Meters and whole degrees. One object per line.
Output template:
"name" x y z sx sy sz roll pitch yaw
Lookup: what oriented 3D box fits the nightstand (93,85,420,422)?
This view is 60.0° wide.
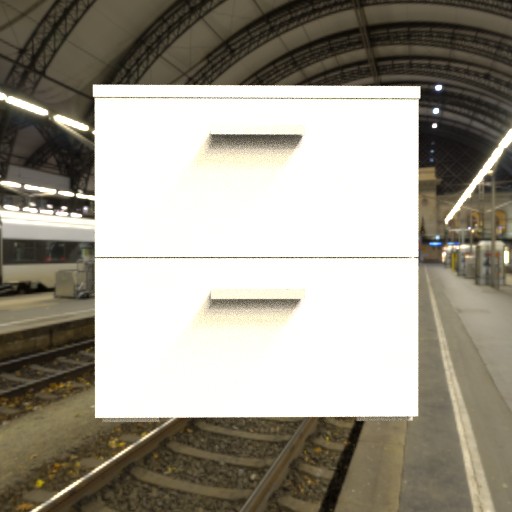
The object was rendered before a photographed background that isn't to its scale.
"nightstand" 0.000 0.000 0.744 0.441 0.460 0.325 0 0 -1
